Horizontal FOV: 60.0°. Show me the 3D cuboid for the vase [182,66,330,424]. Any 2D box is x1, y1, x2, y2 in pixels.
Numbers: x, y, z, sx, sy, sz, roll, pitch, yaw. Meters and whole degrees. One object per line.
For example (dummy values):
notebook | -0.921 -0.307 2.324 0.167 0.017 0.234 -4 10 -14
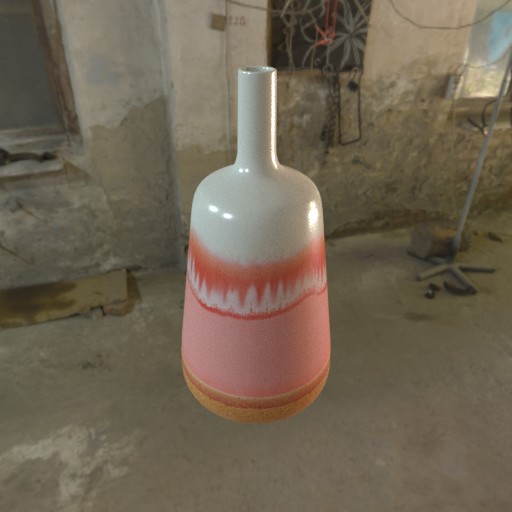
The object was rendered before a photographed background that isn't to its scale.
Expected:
vase | 0.000 0.000 0.377 0.144 0.296 0.144 0 32 0
